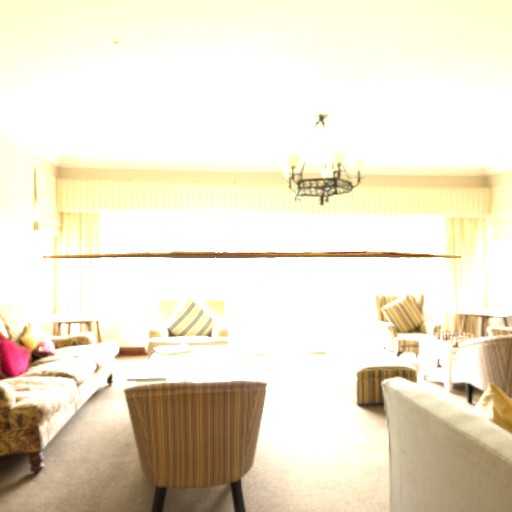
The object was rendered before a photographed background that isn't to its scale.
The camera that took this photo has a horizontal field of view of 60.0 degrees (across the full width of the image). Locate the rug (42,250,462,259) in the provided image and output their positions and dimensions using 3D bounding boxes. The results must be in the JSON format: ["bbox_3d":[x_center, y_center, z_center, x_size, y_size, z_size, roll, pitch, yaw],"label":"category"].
[{"bbox_3d":[0.000,0.000,4.217,3.202,0.045,2.434,0,-1,35],"label":"rug"}]
